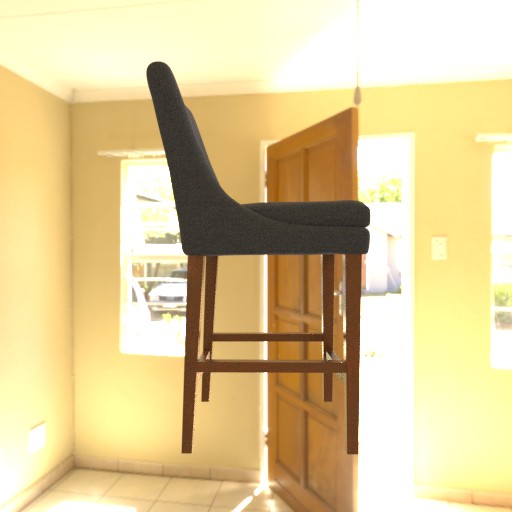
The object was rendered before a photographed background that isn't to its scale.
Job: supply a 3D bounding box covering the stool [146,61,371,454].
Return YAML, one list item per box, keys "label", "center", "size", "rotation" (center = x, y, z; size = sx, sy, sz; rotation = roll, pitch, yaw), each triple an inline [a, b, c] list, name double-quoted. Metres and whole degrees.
- label: "stool"
  center: [0.000, 0.000, 1.305]
  size: [0.577, 0.981, 0.470]
  rotation: [0, 0, 0]
